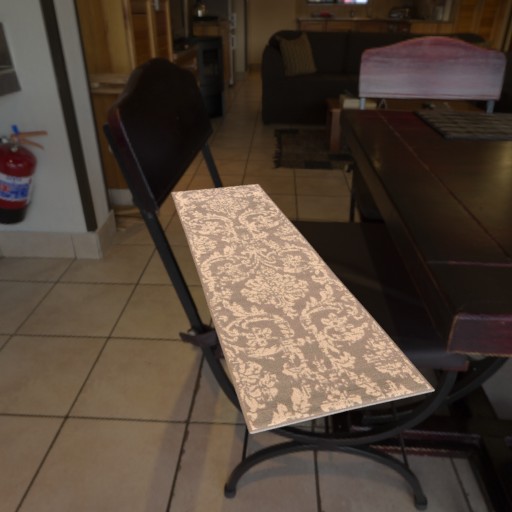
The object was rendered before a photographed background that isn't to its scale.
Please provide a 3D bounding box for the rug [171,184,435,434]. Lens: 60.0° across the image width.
[{"bbox_3d":[0.000,0.000,2.375,0.662,0.011,2.196,-8,30,-14],"label":"rug"}]
